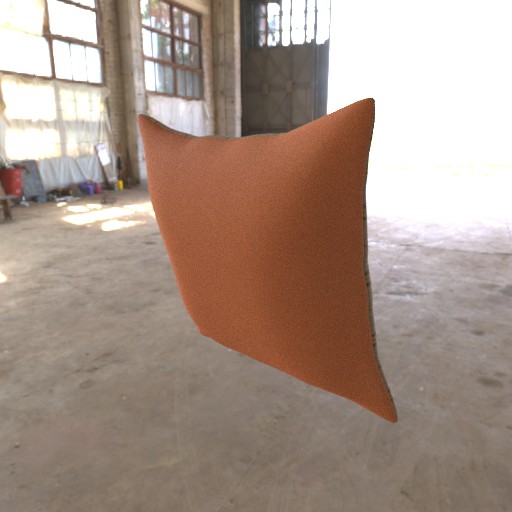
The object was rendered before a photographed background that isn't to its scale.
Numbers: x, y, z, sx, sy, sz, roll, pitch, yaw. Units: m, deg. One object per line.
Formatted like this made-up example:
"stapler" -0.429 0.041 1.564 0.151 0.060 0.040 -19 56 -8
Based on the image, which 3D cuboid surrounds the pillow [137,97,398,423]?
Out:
"pillow" 0.000 0.000 0.681 0.200 0.430 0.453 -14 20 -42
